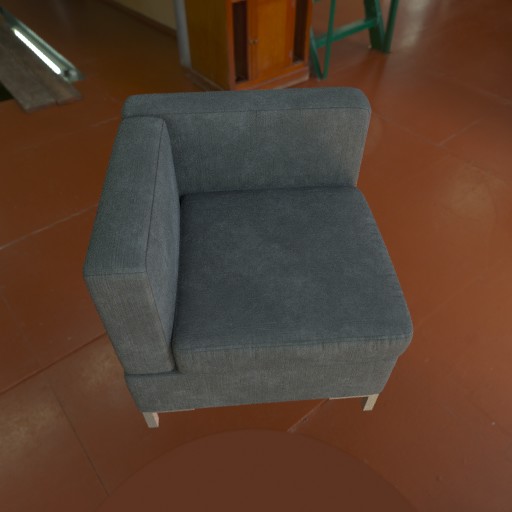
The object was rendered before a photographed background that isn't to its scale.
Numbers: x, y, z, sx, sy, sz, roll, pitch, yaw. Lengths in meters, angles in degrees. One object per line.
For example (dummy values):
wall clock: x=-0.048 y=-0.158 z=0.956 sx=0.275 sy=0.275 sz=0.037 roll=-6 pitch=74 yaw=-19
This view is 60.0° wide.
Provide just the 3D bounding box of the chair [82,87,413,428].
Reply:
chair: x=0.000 y=0.000 z=1.220 sx=0.680 sy=0.660 sz=0.680 roll=-3 pitch=47 yaw=-3
